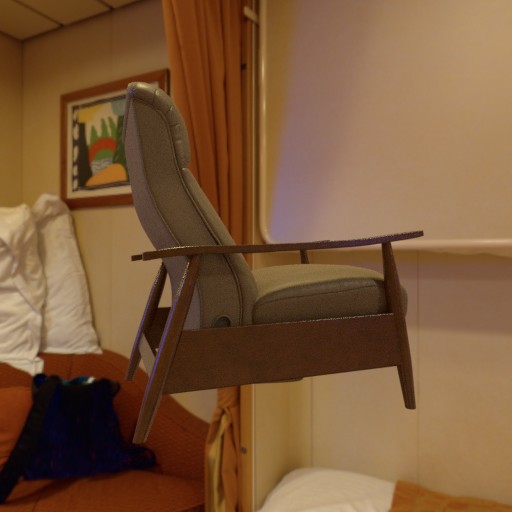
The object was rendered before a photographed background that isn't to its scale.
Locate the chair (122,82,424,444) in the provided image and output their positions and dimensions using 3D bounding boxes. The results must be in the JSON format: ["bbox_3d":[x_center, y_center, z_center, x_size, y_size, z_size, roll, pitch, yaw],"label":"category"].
[{"bbox_3d":[0.000,0.000,1.767,1.014,1.082,0.762,0,-1,-18],"label":"chair"}]
